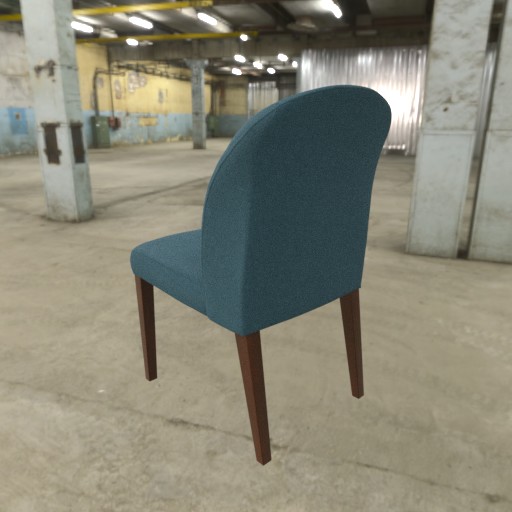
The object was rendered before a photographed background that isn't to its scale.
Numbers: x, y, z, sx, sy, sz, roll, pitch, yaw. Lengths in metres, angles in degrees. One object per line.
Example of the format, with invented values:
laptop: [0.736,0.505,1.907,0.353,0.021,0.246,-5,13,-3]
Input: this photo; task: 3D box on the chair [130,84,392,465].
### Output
chair: [0.000,0.000,1.268,0.507,0.879,0.620,-15,22,-41]
